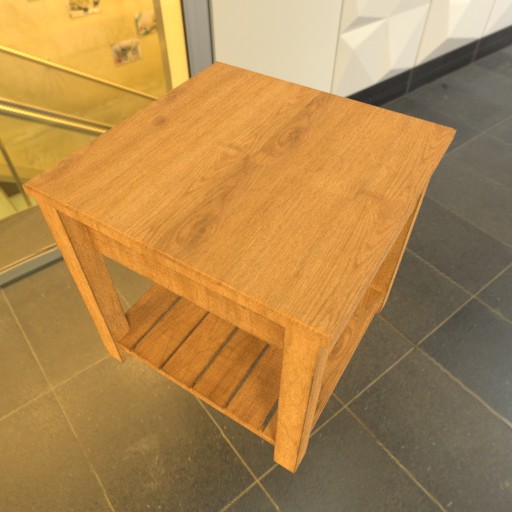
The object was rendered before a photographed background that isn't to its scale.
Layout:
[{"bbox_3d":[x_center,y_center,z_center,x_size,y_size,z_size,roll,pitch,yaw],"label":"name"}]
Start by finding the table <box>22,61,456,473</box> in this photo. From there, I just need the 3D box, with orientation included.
[{"bbox_3d":[0.000,0.000,1.080,0.616,0.593,0.612,25,52,21],"label":"table"}]
